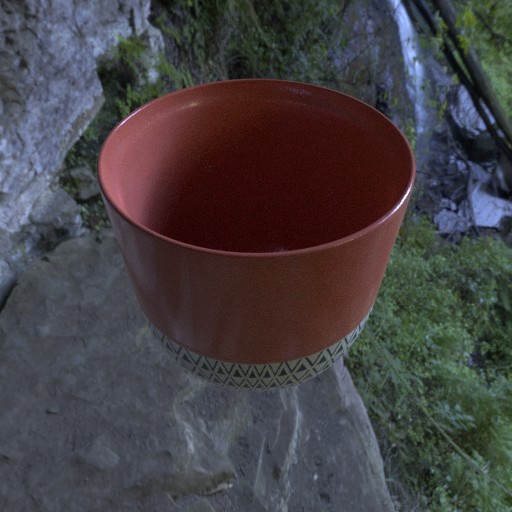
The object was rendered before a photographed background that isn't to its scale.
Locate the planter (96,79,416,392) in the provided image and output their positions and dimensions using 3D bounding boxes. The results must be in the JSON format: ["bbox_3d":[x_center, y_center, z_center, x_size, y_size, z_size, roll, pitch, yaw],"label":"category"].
[{"bbox_3d":[0.000,0.000,0.475,0.266,0.270,0.266,0,46,0],"label":"planter"}]
